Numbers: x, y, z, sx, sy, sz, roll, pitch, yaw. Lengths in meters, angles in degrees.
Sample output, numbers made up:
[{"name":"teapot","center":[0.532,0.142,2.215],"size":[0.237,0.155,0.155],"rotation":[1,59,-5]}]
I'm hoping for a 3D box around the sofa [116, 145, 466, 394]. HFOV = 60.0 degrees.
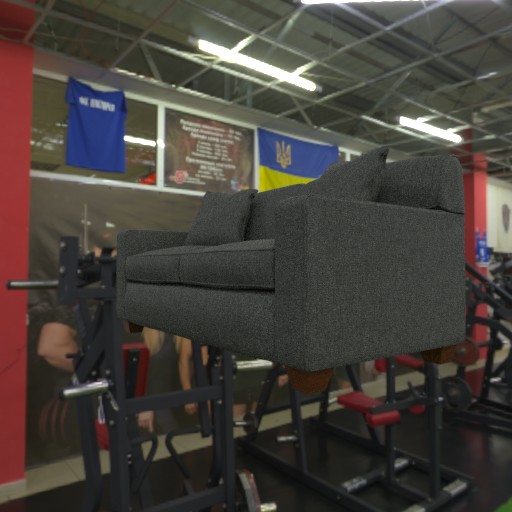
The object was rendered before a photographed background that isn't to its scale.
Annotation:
[{"name":"sofa","center":[0.000,0.000,2.414],"size":[0.998,0.958,1.846],"rotation":[1,-2,-36]}]
